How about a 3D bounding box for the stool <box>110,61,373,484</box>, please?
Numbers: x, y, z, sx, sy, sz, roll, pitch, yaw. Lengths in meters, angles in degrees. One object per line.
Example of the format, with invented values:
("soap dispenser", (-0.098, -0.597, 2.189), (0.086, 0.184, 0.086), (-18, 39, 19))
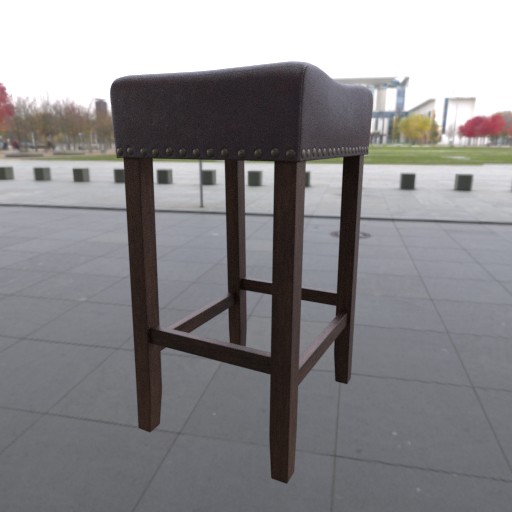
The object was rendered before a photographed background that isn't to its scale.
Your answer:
("stool", (0.000, 0.000, 1.039), (0.401, 0.769, 0.465), (7, 16, 26))
